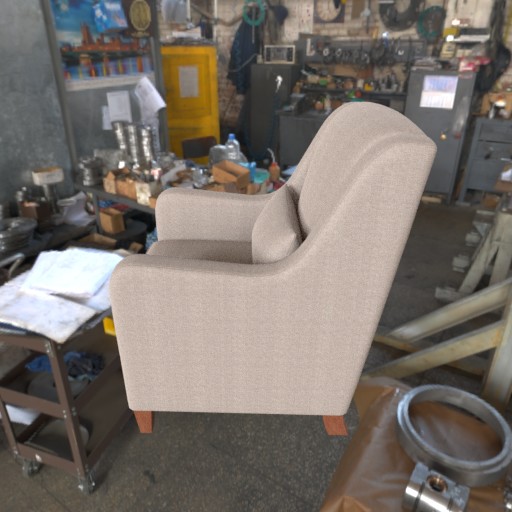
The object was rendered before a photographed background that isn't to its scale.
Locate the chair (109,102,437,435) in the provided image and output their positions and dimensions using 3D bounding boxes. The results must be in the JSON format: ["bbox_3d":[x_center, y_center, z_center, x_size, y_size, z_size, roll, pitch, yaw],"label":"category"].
[{"bbox_3d":[0.000,0.000,1.586,0.890,1.017,0.715,0,26,0],"label":"chair"}]
